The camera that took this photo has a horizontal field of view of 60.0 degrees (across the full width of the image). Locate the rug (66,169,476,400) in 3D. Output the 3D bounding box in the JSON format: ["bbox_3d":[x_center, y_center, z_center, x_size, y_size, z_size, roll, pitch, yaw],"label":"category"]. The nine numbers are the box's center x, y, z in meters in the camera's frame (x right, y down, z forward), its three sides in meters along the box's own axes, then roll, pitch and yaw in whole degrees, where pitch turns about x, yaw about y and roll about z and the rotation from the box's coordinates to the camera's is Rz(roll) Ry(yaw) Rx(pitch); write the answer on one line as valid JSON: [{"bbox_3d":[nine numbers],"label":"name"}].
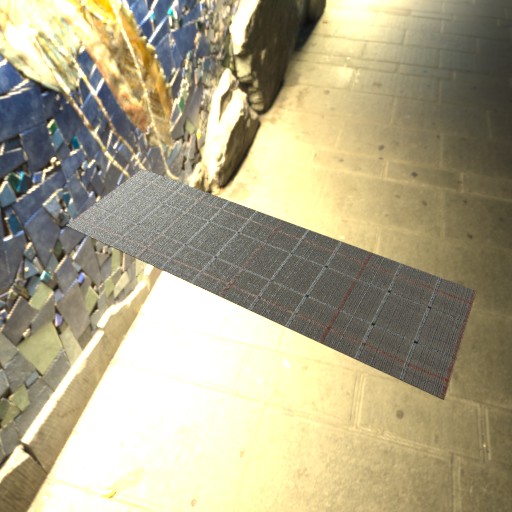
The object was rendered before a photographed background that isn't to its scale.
[{"bbox_3d":[0.000,0.000,2.705,2.439,0.008,0.762,22,49,21],"label":"rug"}]
